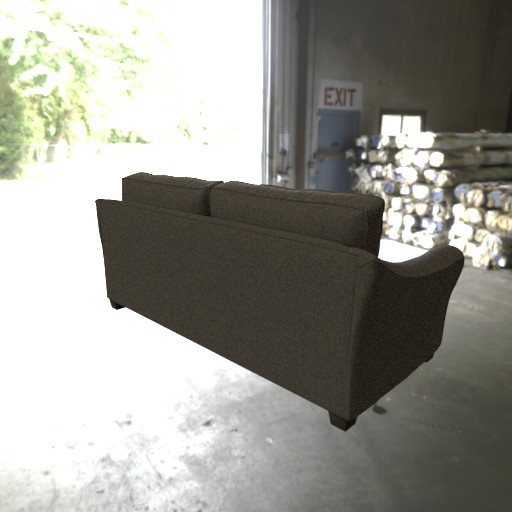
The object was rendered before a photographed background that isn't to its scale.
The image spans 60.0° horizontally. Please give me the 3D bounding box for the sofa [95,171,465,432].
[{"bbox_3d":[0.000,0.000,2.758,2.203,0.976,1.013,14,21,43],"label":"sofa"}]
